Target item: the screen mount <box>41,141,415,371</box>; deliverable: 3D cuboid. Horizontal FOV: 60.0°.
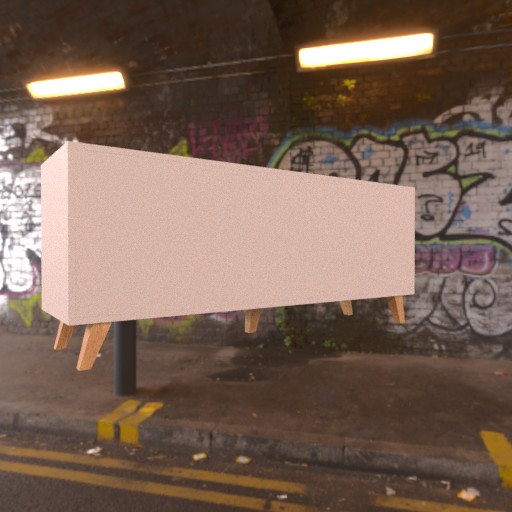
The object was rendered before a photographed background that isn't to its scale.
[{"bbox_3d":[0.000,0.000,1.761,1.490,0.619,0.400,0,1,-35],"label":"screen mount"}]
